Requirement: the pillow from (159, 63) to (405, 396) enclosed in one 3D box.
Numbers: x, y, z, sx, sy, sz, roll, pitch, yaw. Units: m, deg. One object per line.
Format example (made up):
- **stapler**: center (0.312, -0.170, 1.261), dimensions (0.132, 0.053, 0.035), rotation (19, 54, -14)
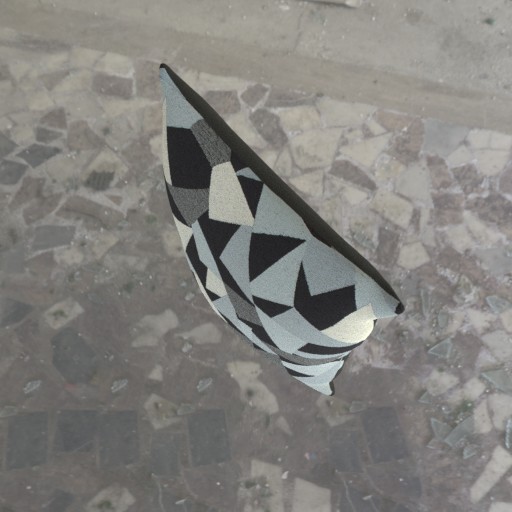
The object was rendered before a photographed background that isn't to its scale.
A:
- **pillow**: center (0.000, 0.000, 0.782), dimensions (0.208, 0.496, 0.503), rotation (-35, 68, -17)
